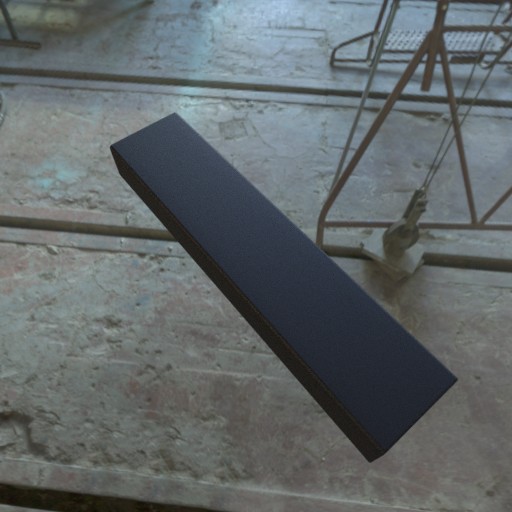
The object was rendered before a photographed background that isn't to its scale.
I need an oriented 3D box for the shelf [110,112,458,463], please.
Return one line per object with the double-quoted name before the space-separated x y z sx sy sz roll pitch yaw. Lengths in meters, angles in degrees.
"shelf" 0.000 0.000 0.496 0.102 0.053 0.456 -35 64 -19
